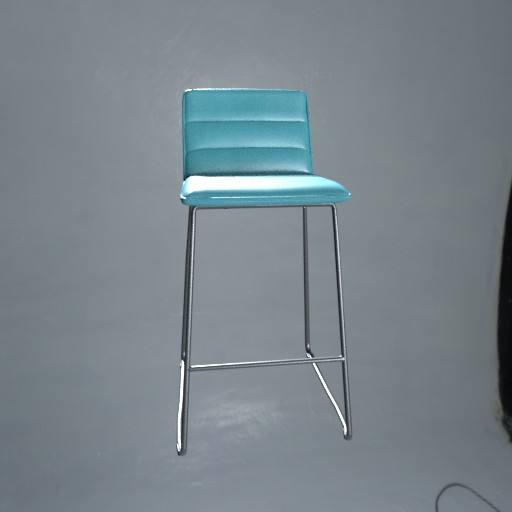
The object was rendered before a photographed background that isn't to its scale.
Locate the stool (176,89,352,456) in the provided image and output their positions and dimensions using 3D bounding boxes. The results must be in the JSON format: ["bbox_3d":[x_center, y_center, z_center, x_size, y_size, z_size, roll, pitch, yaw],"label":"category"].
[{"bbox_3d":[0.000,0.000,1.275,0.489,0.936,0.524,-2,17,-7],"label":"stool"}]
